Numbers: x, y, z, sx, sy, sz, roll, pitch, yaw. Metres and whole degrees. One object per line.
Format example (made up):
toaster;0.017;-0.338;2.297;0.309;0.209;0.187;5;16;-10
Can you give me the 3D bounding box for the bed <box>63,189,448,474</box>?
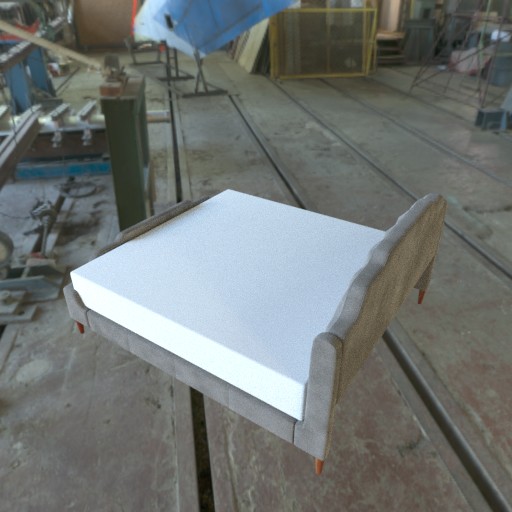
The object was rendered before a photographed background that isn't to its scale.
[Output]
bed;0.000;0.000;3.570;2.340;1.245;2.074;19;36;29
